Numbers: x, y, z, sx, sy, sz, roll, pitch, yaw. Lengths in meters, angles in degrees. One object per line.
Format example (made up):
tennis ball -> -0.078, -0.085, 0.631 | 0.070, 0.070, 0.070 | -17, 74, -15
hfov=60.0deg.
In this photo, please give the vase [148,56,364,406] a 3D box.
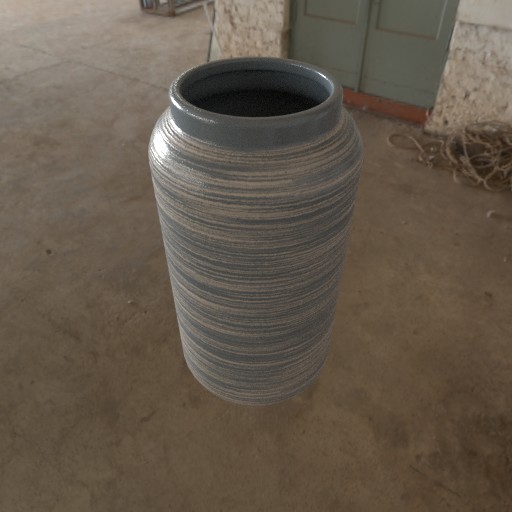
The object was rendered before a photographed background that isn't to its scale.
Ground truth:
vase -> 0.000, 0.000, 0.297 | 0.116, 0.230, 0.116 | 0, 42, 0
